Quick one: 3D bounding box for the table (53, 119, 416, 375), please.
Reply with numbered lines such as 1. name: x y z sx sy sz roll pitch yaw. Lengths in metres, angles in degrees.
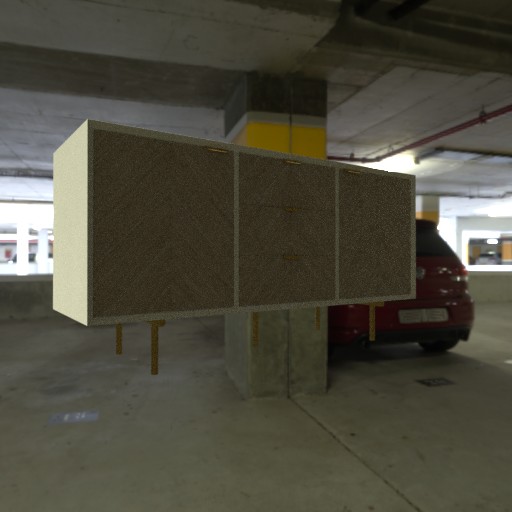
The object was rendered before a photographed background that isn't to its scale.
1. table: 0.000 0.000 1.882 1.500 0.769 0.508 0 0 -35
